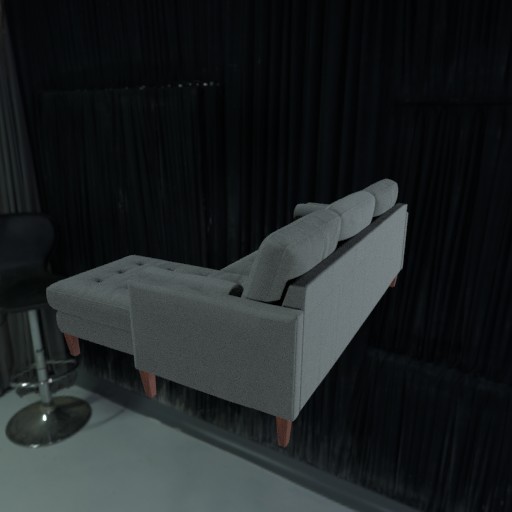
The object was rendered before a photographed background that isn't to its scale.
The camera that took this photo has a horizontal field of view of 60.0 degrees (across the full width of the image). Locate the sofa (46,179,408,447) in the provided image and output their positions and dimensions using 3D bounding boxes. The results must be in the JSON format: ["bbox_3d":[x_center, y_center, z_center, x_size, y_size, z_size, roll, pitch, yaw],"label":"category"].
[{"bbox_3d":[0.000,0.000,2.893,1.506,0.876,2.178,9,19,27],"label":"sofa"}]
